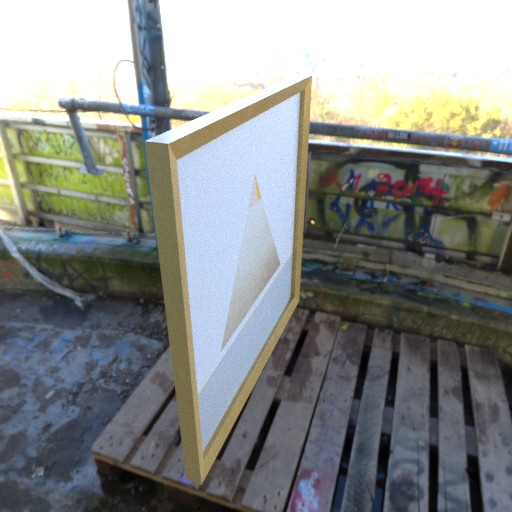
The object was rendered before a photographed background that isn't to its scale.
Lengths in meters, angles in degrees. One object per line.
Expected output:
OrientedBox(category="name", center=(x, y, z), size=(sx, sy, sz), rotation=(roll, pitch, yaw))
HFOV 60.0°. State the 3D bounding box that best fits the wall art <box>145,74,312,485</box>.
OrientedBox(category="wall art", center=(0.000, 0.000, 2.828), size=(0.097, 1.936, 1.935), rotation=(11, 31, 19))
